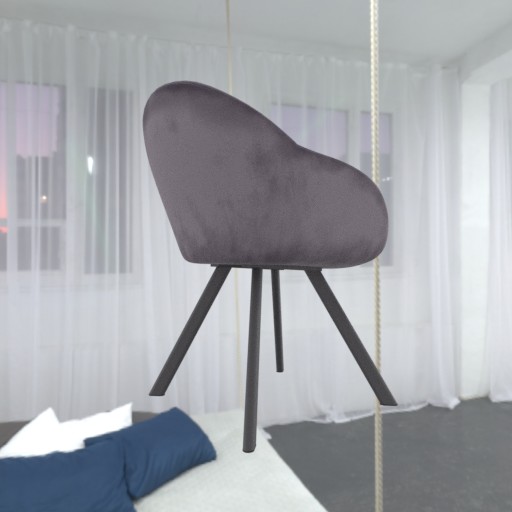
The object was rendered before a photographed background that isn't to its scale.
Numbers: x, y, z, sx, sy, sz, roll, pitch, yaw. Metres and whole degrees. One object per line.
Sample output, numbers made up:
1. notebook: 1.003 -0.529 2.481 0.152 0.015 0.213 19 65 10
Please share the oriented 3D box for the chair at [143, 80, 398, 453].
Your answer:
1. chair: 0.000 0.000 1.206 0.590 0.795 0.550 0 -1 -37
